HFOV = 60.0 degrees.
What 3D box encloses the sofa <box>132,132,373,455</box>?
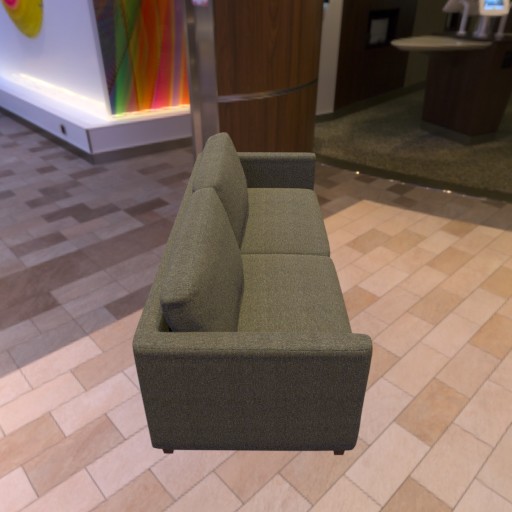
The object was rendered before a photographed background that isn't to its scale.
[{"bbox_3d":[0.000,0.000,2.722,0.948,0.965,2.208,0,32,0],"label":"sofa"}]
